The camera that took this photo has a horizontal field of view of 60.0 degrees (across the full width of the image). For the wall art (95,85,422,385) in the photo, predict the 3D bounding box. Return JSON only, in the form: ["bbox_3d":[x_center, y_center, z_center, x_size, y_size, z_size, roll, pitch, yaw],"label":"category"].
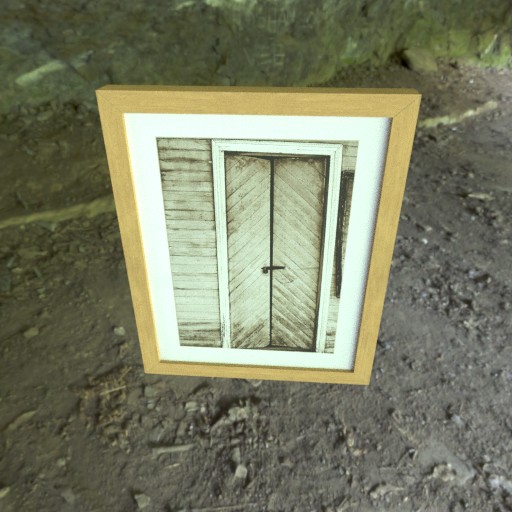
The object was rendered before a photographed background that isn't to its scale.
[{"bbox_3d":[0.000,0.000,0.532,0.312,0.380,0.030,2,31,3],"label":"wall art"}]
